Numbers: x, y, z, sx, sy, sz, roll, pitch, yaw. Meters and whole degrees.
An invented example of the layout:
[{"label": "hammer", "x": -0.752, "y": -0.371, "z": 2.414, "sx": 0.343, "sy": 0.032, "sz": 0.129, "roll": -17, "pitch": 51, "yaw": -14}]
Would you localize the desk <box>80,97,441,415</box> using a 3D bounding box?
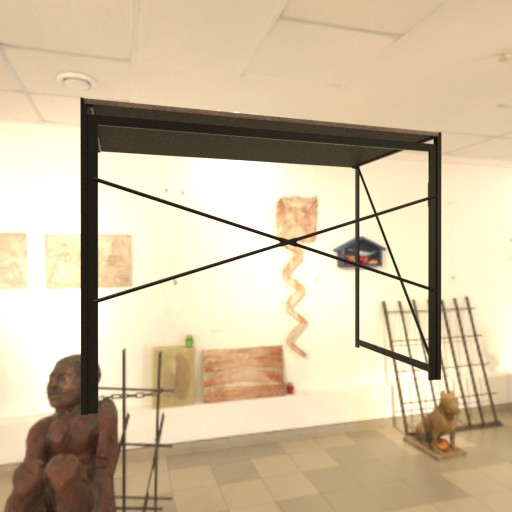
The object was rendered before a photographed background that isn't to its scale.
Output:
[{"label": "desk", "x": 0.000, "y": 0.000, "z": 1.430, "sx": 1.015, "sy": 0.747, "sz": 0.505, "roll": 0, "pitch": 0, "yaw": -17}]
